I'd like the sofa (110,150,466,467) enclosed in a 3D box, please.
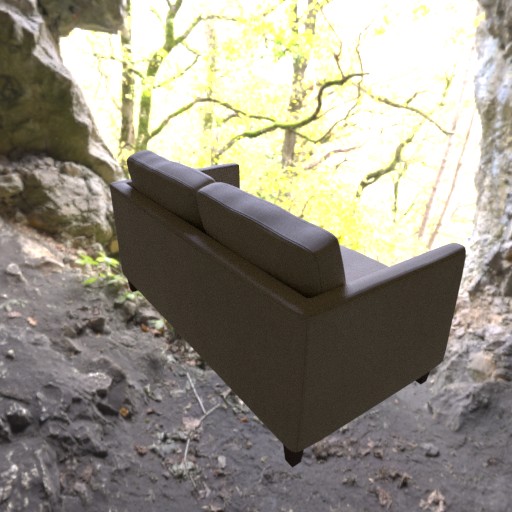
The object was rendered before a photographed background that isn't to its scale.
[{"bbox_3d":[0.000,0.000,2.394,0.950,0.940,1.846,-17,30,-32],"label":"sofa"}]
